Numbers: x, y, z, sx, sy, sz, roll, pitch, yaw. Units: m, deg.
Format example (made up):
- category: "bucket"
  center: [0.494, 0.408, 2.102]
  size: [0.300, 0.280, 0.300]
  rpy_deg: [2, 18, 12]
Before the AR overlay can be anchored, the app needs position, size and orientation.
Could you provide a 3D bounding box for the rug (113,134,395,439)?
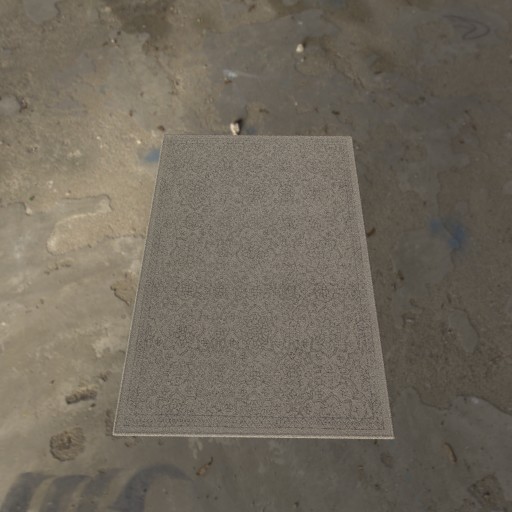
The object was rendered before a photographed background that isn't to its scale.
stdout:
- category: "rug"
  center: [0.000, 0.000, 2.386]
  size: [1.219, 0.010, 1.829]
  rpy_deg: [1, 59, 0]
